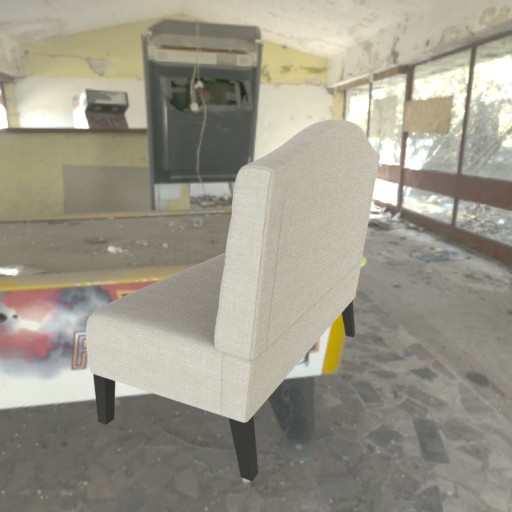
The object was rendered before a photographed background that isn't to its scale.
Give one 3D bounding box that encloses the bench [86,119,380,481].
[{"bbox_3d":[0.000,0.000,2.029,0.815,1.180,1.335,8,17,26],"label":"bench"}]
